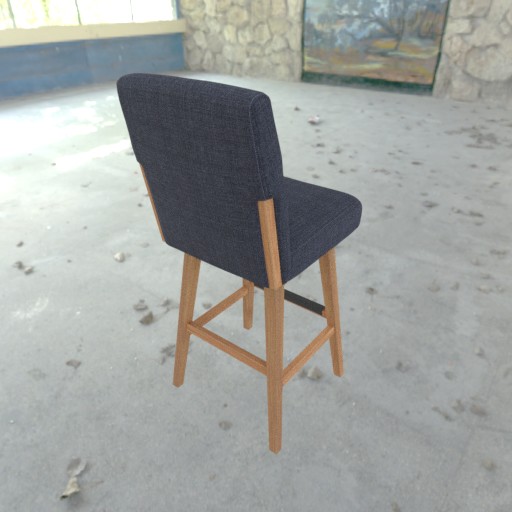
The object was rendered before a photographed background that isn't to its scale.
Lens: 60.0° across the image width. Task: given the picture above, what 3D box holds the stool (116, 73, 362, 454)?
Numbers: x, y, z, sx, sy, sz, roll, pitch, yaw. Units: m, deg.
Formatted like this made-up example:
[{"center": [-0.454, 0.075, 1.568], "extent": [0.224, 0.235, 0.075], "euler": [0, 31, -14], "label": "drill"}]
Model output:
[{"center": [0.000, 0.000, 1.398], "extent": [0.483, 1.112, 0.570], "euler": [22, 37, 32], "label": "stool"}]
